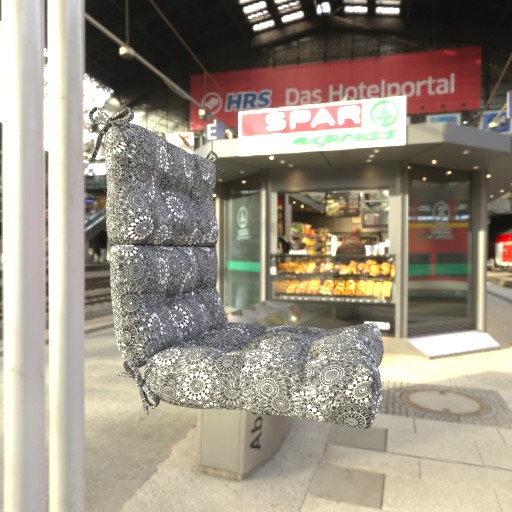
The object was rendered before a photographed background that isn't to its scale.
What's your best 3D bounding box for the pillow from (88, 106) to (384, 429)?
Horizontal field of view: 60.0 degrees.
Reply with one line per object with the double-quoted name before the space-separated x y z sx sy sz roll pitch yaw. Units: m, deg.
"pillow" 0.000 0.000 1.032 0.571 0.605 0.519 0 1 17
